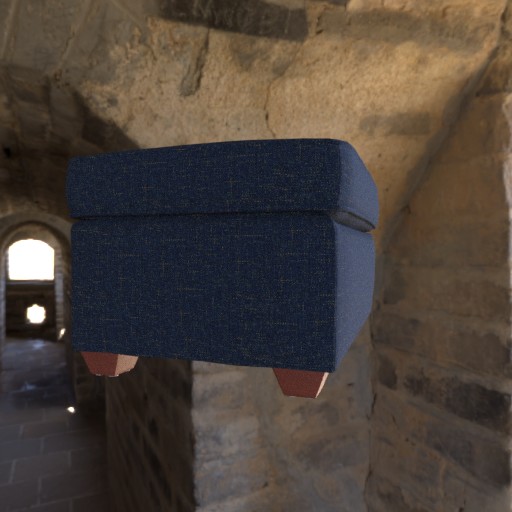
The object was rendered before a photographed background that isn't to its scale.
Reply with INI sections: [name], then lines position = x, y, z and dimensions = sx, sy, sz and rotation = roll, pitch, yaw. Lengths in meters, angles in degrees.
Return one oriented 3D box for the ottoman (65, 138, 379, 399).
[ottoman]
position = 0.000, 0.000, 1.088
dimensions = 0.549, 0.450, 0.749
rotation = 0, 1, 19
